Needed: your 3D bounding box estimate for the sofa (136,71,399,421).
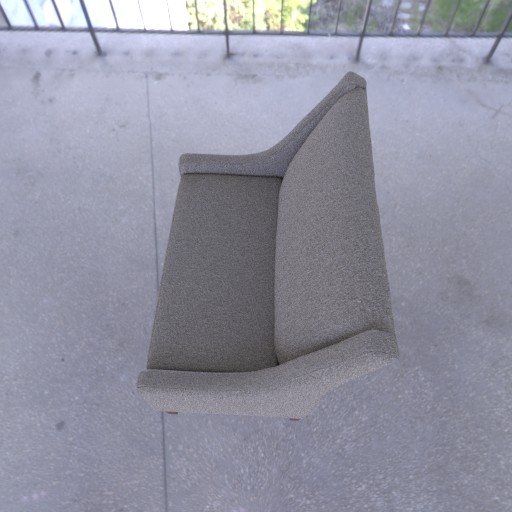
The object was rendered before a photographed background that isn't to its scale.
[{"bbox_3d":[0.000,0.000,1.955,0.862,1.026,1.242,2,59,2],"label":"sofa"}]
